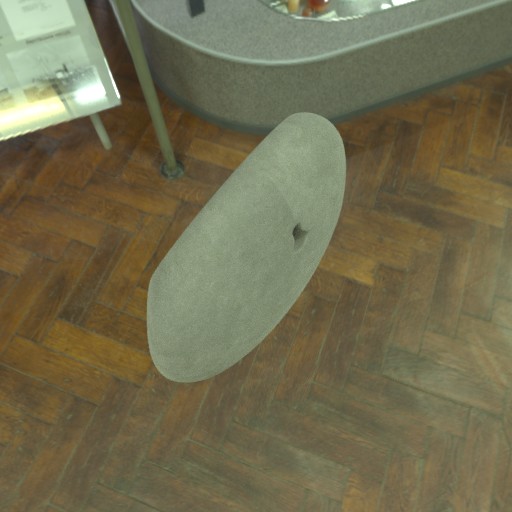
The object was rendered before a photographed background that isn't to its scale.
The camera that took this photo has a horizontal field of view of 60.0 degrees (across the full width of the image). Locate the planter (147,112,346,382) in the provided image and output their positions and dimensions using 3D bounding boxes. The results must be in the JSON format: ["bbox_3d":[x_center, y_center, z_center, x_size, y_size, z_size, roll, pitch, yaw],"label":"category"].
[{"bbox_3d":[0.000,0.000,0.286,0.071,0.188,0.185,33,69,15],"label":"planter"}]
